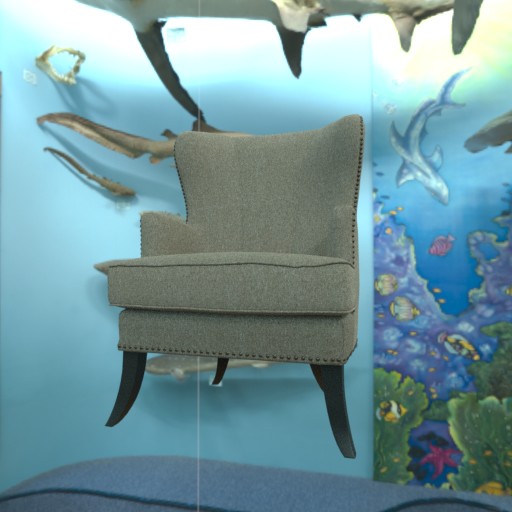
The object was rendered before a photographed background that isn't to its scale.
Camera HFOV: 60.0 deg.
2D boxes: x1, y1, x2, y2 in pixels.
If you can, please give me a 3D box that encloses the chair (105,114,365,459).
[{"bbox_3d":[0.000,0.000,1.596,0.759,1.060,0.758,0,-1,18],"label":"chair"}]
